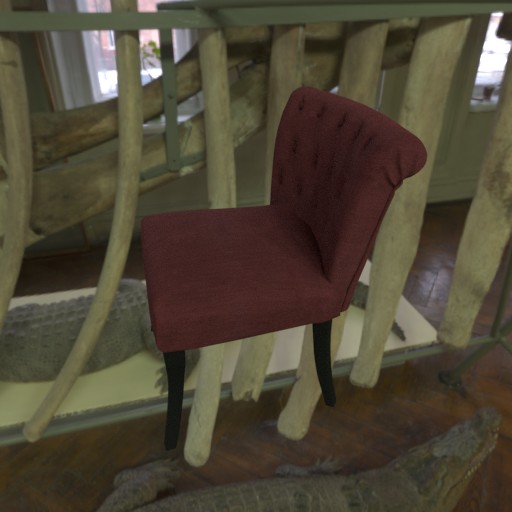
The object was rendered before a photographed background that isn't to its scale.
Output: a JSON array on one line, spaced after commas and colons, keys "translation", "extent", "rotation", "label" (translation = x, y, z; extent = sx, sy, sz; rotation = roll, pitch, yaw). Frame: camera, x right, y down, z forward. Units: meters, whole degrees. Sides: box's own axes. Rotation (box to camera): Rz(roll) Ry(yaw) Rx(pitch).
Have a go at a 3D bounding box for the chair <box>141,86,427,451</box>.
[{"translation": [0.000, 0.000, 1.178], "extent": [0.605, 0.750, 0.582], "rotation": [-8, 32, -13], "label": "chair"}]
